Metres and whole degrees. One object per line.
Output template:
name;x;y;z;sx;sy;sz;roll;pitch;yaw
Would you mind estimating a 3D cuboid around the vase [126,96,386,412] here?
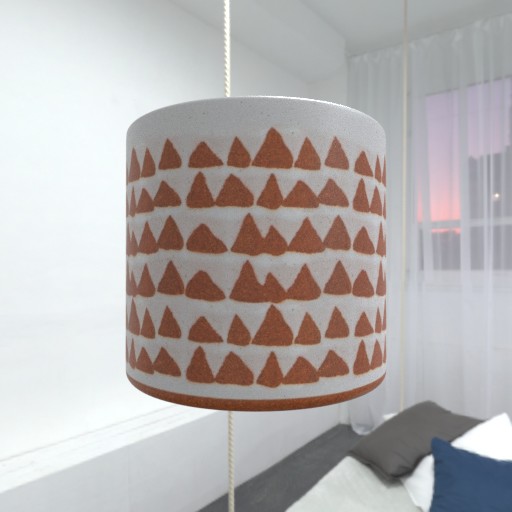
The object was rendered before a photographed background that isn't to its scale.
vase;0.000;0.000;0.243;0.137;0.127;0.137;0;-1;0
